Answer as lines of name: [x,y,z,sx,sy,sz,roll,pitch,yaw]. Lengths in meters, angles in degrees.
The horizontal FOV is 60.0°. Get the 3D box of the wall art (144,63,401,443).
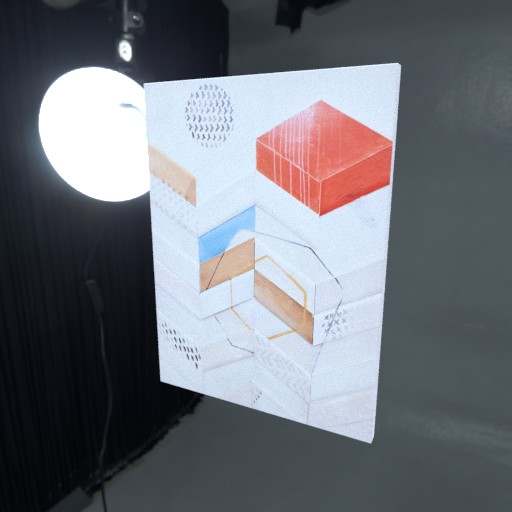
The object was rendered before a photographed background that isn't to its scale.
wall art: [0.000,0.000,1.602,0.914,1.221,0.046,7,16,26]
